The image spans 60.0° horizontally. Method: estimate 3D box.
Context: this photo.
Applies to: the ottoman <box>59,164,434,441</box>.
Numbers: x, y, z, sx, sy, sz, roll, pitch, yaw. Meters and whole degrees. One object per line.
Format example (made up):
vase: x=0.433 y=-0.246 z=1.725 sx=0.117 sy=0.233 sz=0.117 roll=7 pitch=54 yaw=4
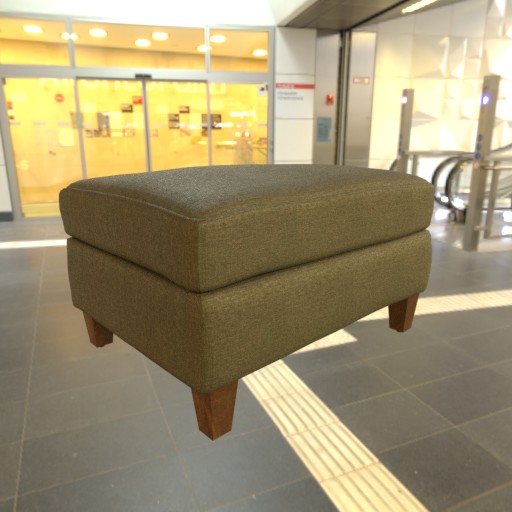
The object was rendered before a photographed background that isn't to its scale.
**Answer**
ottoman: x=0.000 y=0.000 z=1.213 sx=0.826 sy=0.496 sz=0.639 roll=-14 pitch=21 yaw=-41
